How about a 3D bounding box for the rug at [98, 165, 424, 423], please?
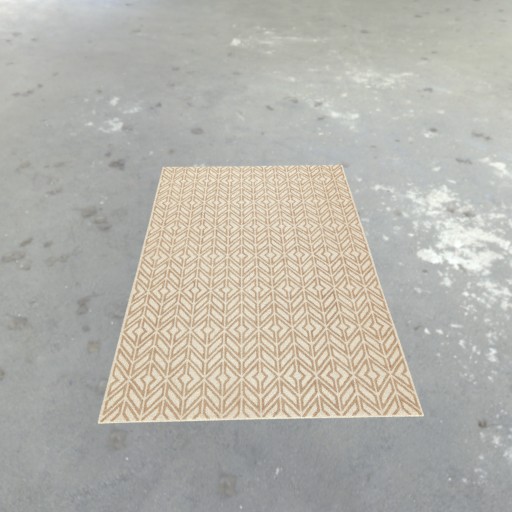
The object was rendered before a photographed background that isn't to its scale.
[{"bbox_3d":[0.000,0.000,2.334,1.220,0.007,1.828,-1,42,-1],"label":"rug"}]
